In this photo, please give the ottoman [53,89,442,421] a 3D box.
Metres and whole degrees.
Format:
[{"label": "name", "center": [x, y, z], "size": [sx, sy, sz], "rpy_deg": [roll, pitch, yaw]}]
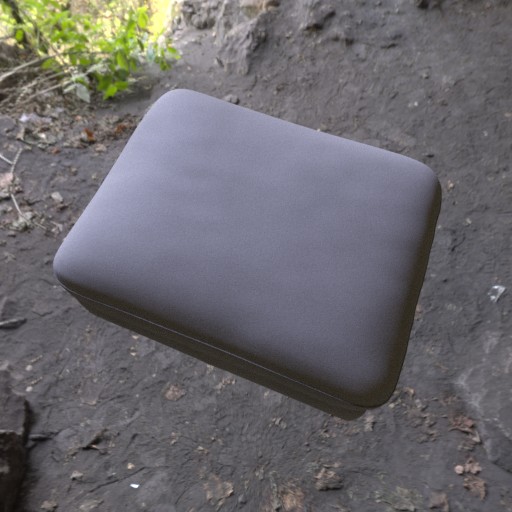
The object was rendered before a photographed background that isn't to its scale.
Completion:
[{"label": "ottoman", "center": [0.000, 0.000, 1.123], "size": [0.747, 0.478, 0.593], "rpy_deg": [20, 66, 9]}]
